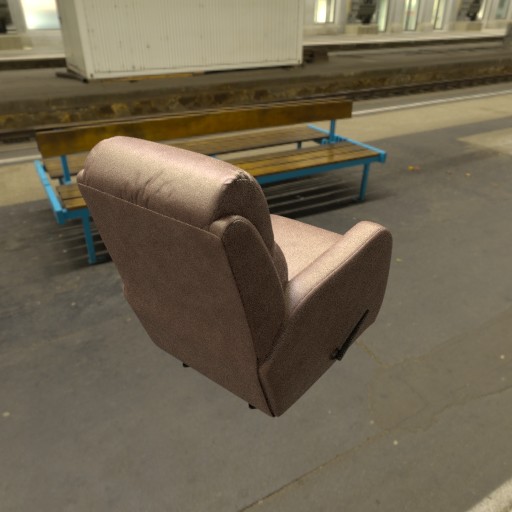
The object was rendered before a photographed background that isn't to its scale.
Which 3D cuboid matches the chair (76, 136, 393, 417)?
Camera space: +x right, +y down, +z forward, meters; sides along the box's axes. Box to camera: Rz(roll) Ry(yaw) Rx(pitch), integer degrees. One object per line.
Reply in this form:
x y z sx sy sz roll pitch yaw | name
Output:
0.000 0.000 1.834 0.865 1.067 1.067 21 36 32 | chair
